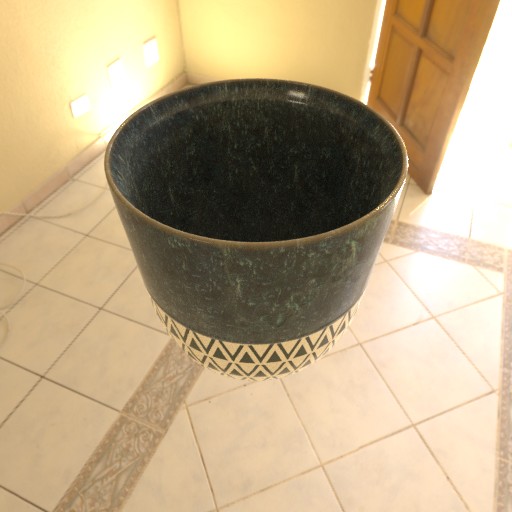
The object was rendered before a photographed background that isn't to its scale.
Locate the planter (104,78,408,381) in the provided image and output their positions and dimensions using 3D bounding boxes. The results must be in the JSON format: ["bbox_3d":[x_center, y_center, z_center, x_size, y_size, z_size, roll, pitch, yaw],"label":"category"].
[{"bbox_3d":[0.000,0.000,0.367,0.195,0.214,0.195,0,46,0],"label":"planter"}]
